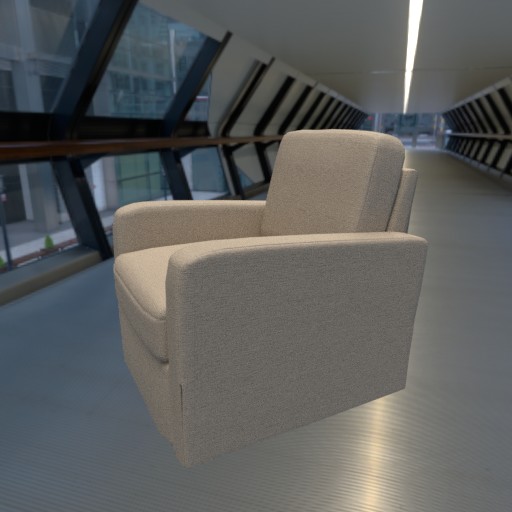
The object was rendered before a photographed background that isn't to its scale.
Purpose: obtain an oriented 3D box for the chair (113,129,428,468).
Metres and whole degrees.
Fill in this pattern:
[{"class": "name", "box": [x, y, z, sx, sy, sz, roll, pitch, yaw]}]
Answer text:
[{"class": "chair", "box": [0.000, 0.000, 1.511, 0.888, 0.827, 0.755, -9, 19, -27]}]
